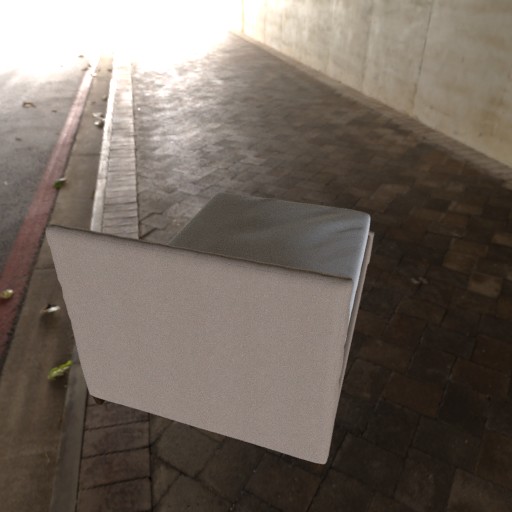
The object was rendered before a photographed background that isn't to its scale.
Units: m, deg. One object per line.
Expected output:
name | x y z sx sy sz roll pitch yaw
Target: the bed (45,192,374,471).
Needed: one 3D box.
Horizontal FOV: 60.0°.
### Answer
bed | 0.000 0.000 3.507 1.698 1.427 2.387 10 34 16
